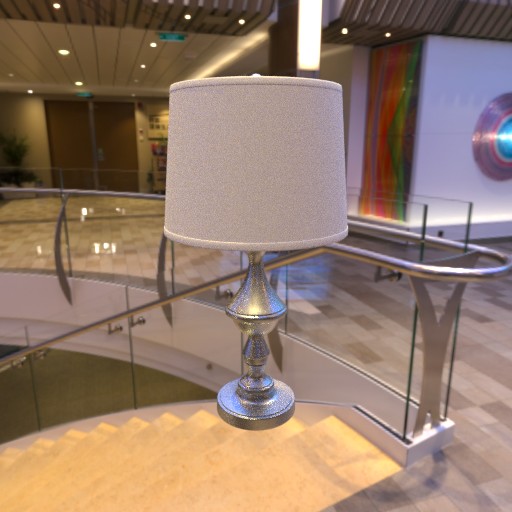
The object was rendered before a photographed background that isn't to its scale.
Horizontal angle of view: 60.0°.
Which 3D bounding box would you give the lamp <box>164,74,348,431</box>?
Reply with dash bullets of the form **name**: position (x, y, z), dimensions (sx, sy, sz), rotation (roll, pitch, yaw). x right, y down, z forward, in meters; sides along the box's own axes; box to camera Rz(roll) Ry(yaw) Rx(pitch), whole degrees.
- **lamp**: position (0.000, 0.000, 0.955), dimensions (0.383, 0.733, 0.383), rotation (0, 14, 0)
